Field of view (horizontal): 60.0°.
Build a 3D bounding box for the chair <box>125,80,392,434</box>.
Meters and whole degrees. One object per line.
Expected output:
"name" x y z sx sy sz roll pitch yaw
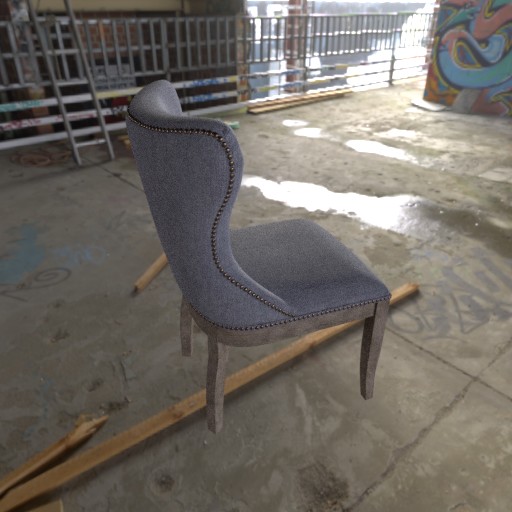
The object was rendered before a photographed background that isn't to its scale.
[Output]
"chair" 0.000 0.000 1.416 0.681 1.002 0.654 -11 32 -18
